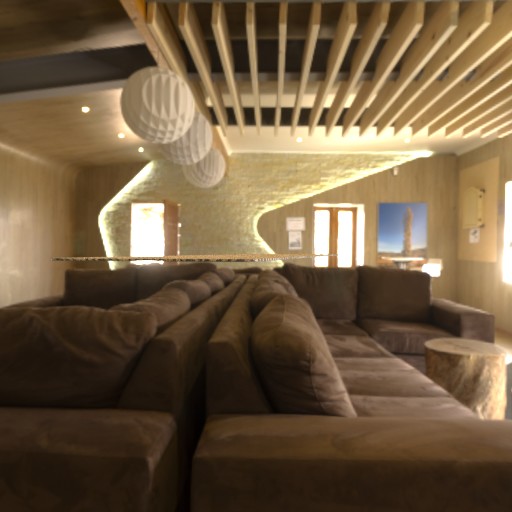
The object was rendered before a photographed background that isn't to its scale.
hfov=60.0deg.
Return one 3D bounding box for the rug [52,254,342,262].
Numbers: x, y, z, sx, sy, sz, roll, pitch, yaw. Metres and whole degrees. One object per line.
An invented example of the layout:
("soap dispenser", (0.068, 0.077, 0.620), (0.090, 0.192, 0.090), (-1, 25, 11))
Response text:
("rug", (0.000, 0.000, 2.398), (0.686, 0.008, 2.286), (0, 1, 17))
